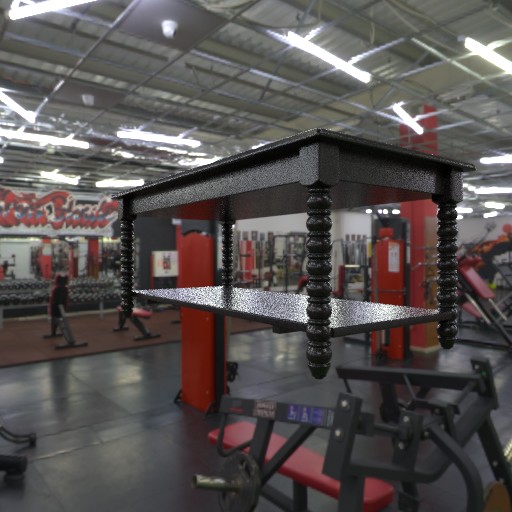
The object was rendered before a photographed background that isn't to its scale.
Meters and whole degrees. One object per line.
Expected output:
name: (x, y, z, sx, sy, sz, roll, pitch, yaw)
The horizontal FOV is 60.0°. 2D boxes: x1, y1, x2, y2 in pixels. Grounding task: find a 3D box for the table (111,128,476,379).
table: (0.000, 0.000, 1.461, 0.580, 0.487, 1.171, 0, 0, -36)
